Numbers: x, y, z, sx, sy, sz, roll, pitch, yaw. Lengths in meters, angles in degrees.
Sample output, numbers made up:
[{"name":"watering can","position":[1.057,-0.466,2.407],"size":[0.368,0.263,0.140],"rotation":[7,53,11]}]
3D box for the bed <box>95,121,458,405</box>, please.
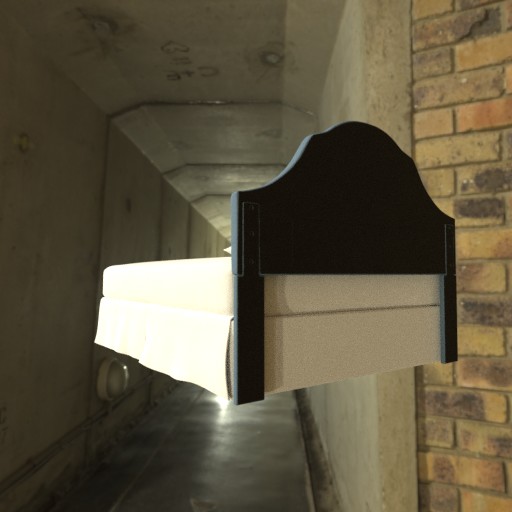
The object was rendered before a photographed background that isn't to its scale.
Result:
[{"name":"bed","position":[0.000,0.000,3.796],"size":[2.039,1.617,2.477],"rotation":[2,-3,-35]}]
